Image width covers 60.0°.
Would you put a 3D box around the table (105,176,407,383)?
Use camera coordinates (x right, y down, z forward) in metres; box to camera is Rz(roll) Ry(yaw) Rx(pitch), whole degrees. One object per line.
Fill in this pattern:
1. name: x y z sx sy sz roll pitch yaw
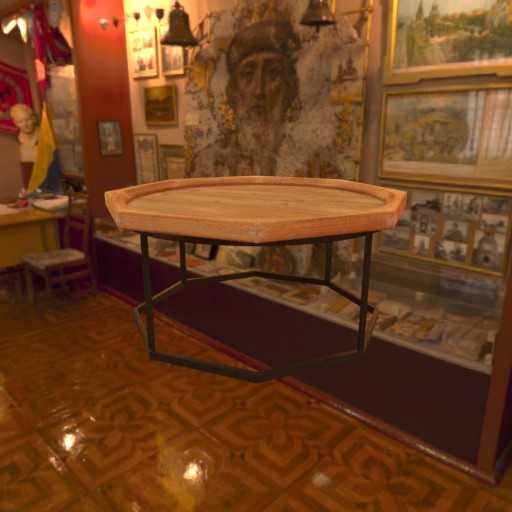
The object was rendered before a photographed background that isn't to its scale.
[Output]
1. table: 0.000 0.000 1.530 1.002 0.444 1.002 0 16 0
